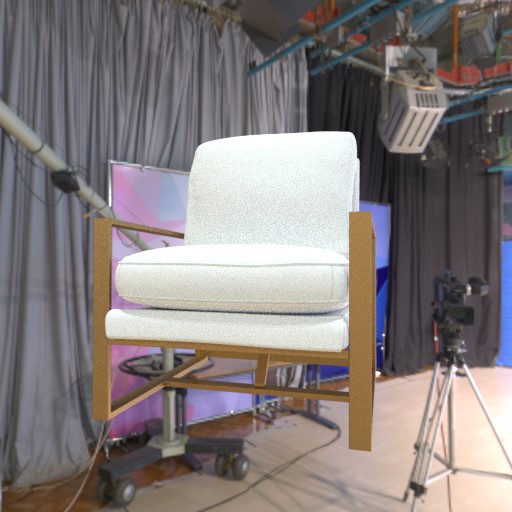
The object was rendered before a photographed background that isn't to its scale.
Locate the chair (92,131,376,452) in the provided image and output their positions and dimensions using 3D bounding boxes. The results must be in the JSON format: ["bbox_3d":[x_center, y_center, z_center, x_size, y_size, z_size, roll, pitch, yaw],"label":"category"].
[{"bbox_3d":[0.000,0.000,1.556,0.805,0.966,0.813,0,0,16],"label":"chair"}]
